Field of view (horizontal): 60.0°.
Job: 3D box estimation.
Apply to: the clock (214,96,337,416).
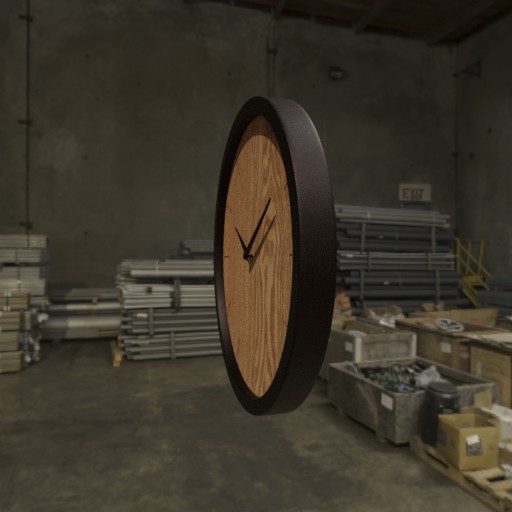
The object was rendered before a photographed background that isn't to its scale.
[{"bbox_3d":[0.000,0.000,0.463,0.029,0.314,0.314,0,0,-17],"label":"clock"}]
